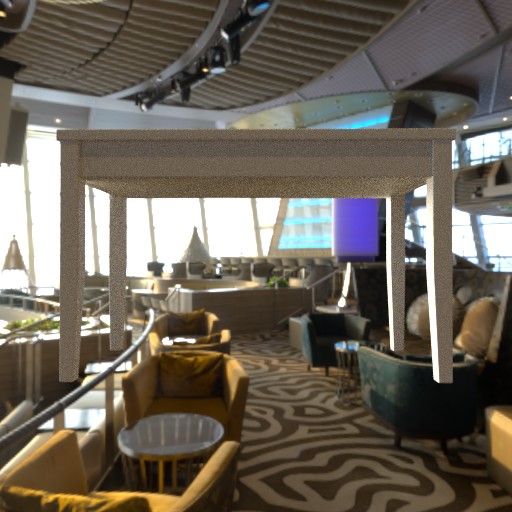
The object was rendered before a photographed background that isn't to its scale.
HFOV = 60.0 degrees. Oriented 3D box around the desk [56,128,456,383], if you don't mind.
[{"bbox_3d":[0.000,0.000,1.602,1.220,0.775,0.508,0,0,1],"label":"desk"}]
